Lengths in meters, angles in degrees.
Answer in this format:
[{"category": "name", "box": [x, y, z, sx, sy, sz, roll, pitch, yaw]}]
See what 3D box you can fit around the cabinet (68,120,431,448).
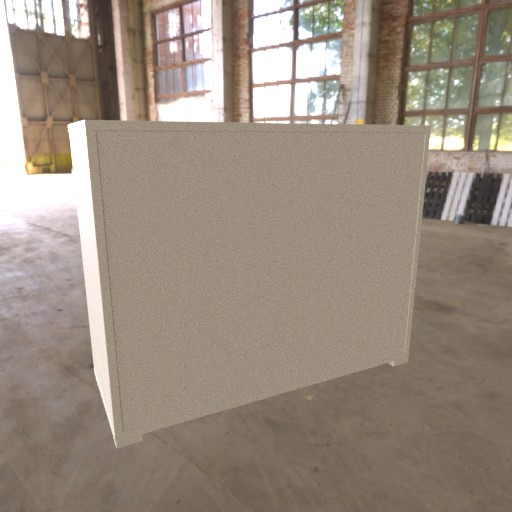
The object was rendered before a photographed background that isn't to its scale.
[{"category": "cabinet", "box": [0.000, 0.000, 1.412, 1.000, 0.800, 0.400, -7, 17, -26]}]
